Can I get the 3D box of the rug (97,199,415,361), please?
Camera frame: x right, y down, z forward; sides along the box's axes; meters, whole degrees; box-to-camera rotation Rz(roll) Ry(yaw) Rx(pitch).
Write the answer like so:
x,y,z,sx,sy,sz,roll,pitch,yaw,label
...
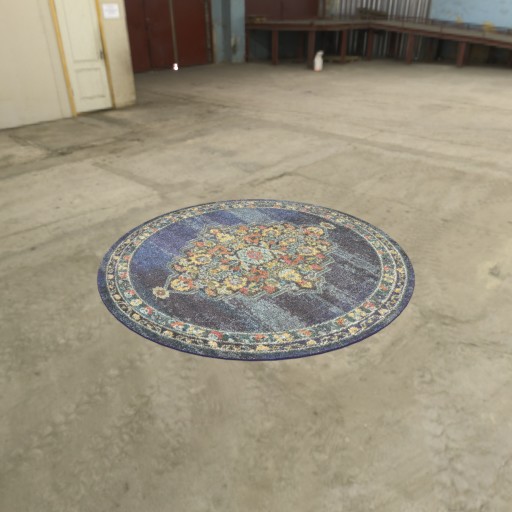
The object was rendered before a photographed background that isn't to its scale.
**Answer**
x,y,z,sx,sy,sz,roll,pitch,yaw,label
0.000,0.000,3.485,2.386,0.014,2.386,0,29,0,rug
